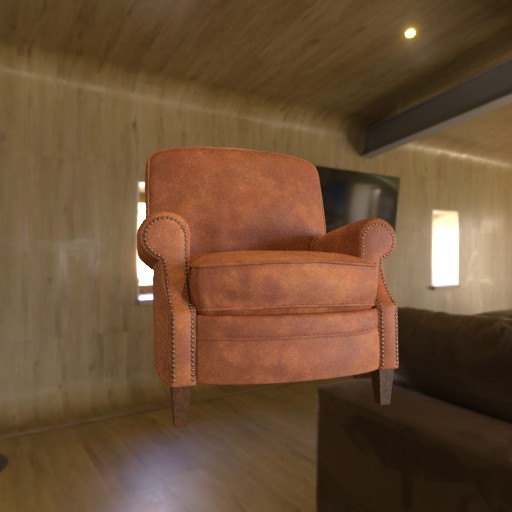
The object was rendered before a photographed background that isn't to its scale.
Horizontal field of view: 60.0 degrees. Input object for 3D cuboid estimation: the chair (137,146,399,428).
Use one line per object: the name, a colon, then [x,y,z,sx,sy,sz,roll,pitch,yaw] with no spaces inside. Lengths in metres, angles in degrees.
chair: [0.000,0.000,1.773,0.936,1.018,0.986,0,-1,-17]
